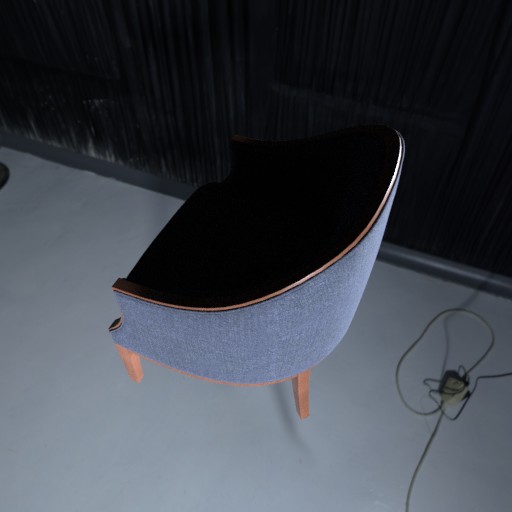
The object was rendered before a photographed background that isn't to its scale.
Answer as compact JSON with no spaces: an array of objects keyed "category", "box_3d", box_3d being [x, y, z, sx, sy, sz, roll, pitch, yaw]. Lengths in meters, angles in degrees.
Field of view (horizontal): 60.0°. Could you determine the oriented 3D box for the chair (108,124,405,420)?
[{"category":"chair","box_3d":[0.000,0.000,1.457,0.735,0.876,0.803,17,50,15]}]
